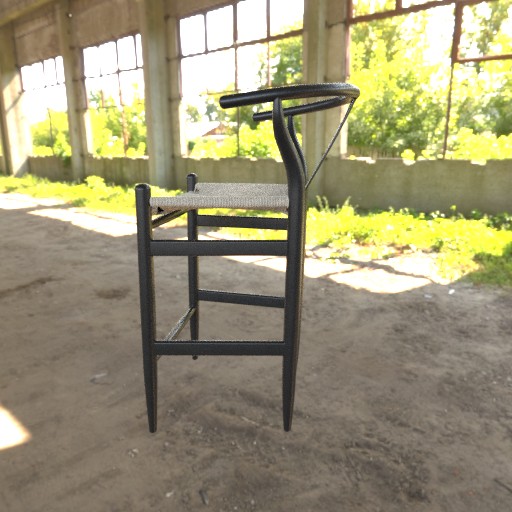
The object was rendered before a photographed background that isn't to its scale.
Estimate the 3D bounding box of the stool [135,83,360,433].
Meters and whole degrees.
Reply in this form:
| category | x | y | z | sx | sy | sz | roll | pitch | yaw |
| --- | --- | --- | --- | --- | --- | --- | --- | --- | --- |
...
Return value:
| category | x | y | z | sx | sy | sz | roll | pitch | yaw |
| --- | --- | --- | --- | --- | --- | --- | --- | --- | --- |
| stool | 0.000 | 0.000 | 1.374 | 0.579 | 0.970 | 0.569 | 2 | 14 | 8 |
